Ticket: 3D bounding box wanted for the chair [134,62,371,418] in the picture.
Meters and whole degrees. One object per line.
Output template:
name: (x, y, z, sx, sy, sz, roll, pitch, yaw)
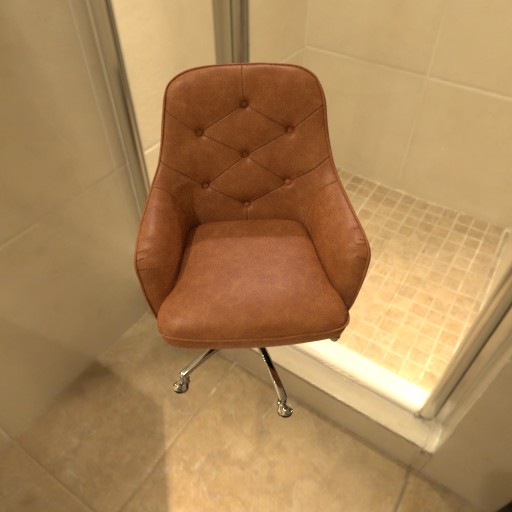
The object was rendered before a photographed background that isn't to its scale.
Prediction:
chair: (0.000, 0.000, 1.323, 0.628, 0.909, 0.615, -2, 46, -2)
